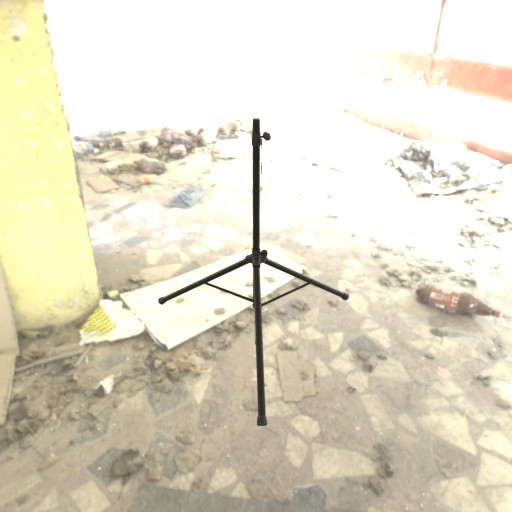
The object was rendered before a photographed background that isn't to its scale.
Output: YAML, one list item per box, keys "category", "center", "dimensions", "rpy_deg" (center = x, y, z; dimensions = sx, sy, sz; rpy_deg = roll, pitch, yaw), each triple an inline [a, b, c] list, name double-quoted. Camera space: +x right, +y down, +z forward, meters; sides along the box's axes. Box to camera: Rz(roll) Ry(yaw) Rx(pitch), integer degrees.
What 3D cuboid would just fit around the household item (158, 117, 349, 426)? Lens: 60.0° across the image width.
- category: "household item"
  center: [0.000, 0.000, 2.793]
  dimensions: [1.596, 1.595, 1.339]
  rpy_deg: [-1, 30, -1]
